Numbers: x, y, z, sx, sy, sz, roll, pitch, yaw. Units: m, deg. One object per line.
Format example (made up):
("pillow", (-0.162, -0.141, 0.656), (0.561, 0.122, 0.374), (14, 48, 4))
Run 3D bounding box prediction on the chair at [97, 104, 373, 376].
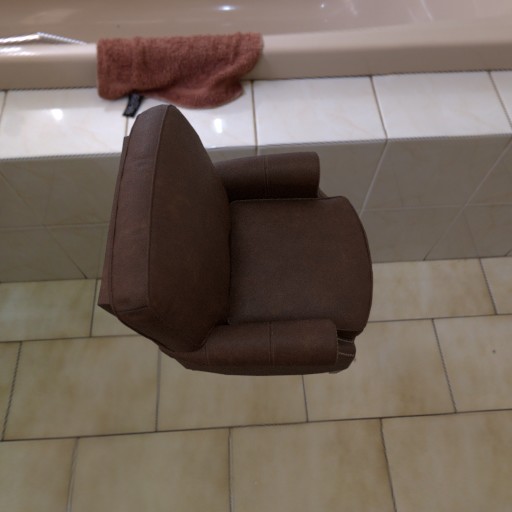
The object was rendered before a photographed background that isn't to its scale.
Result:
("chair", (0.000, 0.000, 1.815), (0.986, 1.018, 0.936), (-1, 63, 0))
